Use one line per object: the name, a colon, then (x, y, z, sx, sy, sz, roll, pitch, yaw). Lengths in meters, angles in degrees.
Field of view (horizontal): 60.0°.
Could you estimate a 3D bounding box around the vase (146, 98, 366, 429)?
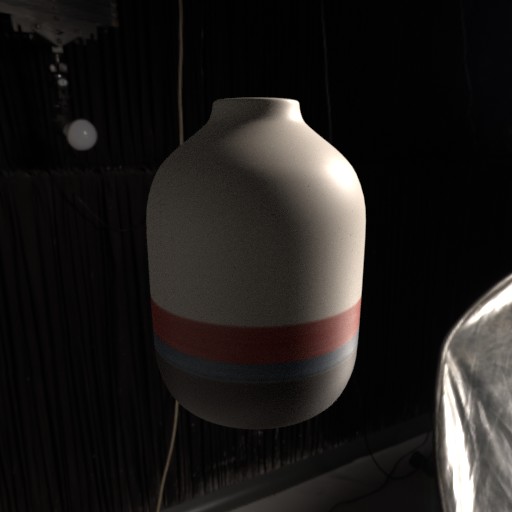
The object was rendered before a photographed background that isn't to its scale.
vase: (0.000, 0.000, 0.359, 0.169, 0.237, 0.169, 0, 15, 0)
